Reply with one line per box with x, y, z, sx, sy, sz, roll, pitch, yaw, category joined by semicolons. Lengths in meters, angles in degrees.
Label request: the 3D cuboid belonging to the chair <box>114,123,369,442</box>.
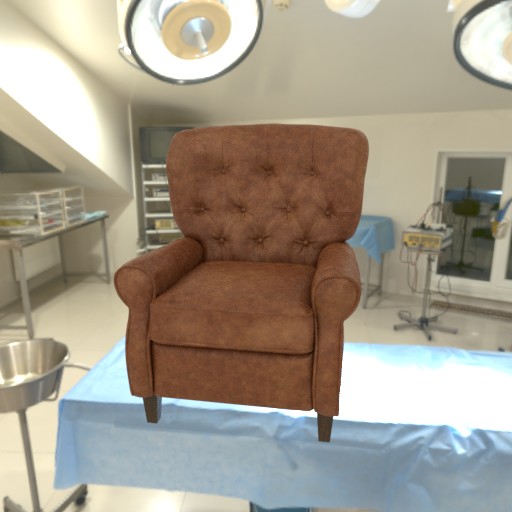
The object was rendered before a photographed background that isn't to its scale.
0.000;0.000;1.953;0.951;1.164;1.059;2;14;10;chair
